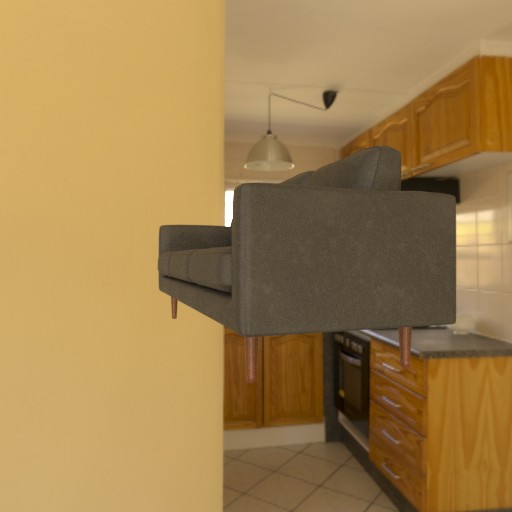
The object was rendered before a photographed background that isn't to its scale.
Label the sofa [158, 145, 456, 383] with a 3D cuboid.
[{"bbox_3d":[0.000,0.000,2.467,0.879,0.899,2.029,0,0,-19],"label":"sofa"}]
